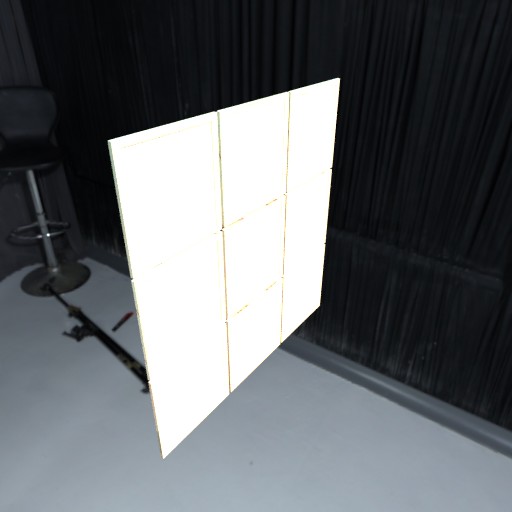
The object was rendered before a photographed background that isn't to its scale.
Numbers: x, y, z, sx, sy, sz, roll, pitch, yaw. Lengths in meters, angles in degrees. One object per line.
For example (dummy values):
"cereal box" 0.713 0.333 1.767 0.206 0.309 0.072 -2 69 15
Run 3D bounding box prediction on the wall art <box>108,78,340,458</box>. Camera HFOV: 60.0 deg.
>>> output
"wall art" 0.000 0.000 1.813 0.013 1.219 1.214 20 36 31
